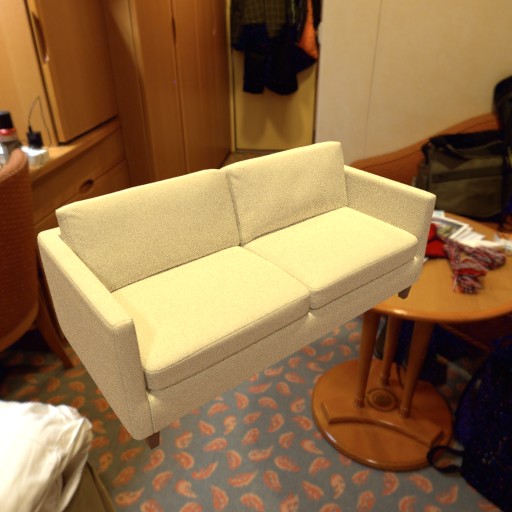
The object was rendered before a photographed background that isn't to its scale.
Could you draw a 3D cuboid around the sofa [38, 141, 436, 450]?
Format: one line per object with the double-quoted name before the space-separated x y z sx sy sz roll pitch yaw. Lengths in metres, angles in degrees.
"sofa" 0.000 0.000 2.459 1.981 0.889 0.965 -21 36 -33
